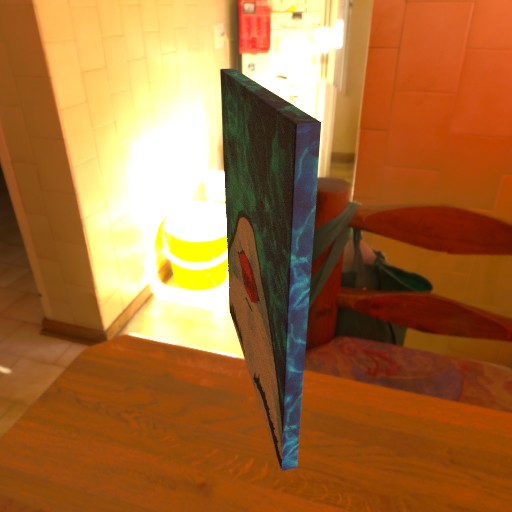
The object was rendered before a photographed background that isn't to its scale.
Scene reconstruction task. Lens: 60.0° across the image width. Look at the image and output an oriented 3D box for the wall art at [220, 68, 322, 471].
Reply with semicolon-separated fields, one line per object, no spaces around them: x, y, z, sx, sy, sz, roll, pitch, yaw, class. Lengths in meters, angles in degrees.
0.000;0.000;1.058;0.038;0.760;0.609;-7;30;-12;wall art
